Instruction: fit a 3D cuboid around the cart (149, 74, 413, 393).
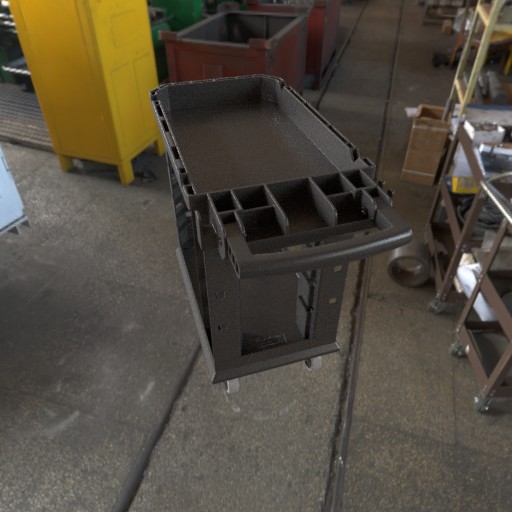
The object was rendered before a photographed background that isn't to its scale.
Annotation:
[{"bbox_3d":[0.000,0.000,1.553,0.497,0.884,1.061,-11,41,-13],"label":"cart"}]
